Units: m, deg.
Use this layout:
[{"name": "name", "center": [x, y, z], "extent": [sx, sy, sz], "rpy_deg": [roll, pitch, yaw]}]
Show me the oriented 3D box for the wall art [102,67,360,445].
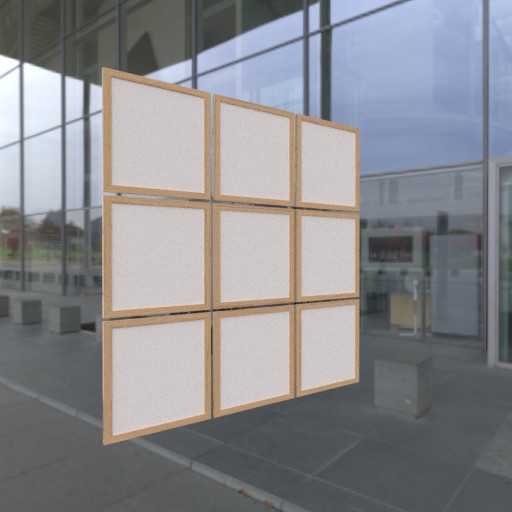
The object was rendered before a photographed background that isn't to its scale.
[{"name": "wall art", "center": [0.000, 0.000, 2.229], "extent": [1.517, 1.523, 0.013], "rpy_deg": [0, 1, -35]}]
